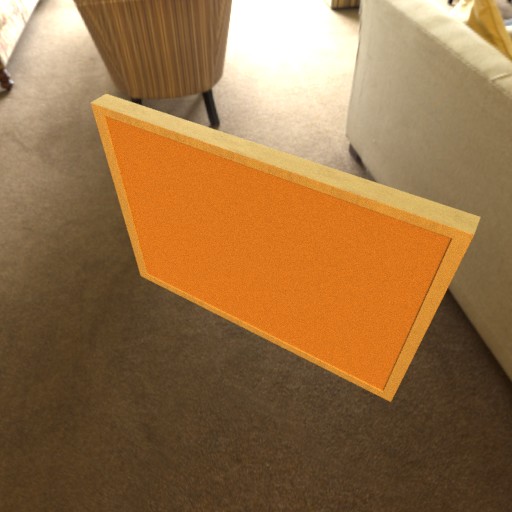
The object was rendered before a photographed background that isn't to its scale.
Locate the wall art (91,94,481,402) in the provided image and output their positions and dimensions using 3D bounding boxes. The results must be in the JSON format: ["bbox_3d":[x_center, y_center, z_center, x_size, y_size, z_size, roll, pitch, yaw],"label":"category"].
[{"bbox_3d":[0.000,0.000,0.689,0.532,0.380,0.032,23,51,20],"label":"wall art"}]
